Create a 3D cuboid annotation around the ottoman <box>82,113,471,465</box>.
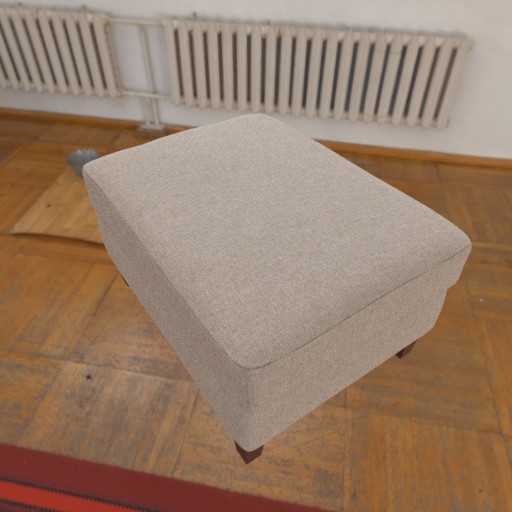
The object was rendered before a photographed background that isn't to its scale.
[{"bbox_3d":[0.000,0.000,1.303,0.677,0.519,0.898,-25,47,-25],"label":"ottoman"}]
